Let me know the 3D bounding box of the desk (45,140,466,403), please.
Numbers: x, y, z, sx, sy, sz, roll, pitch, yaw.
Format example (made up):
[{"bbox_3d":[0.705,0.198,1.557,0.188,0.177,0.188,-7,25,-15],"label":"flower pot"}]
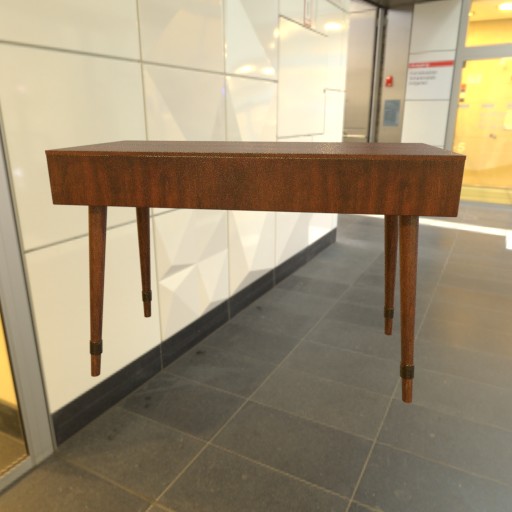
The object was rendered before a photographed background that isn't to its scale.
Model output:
[{"bbox_3d":[0.000,0.000,2.138,1.577,1.031,0.734,3,18,8],"label":"desk"}]
